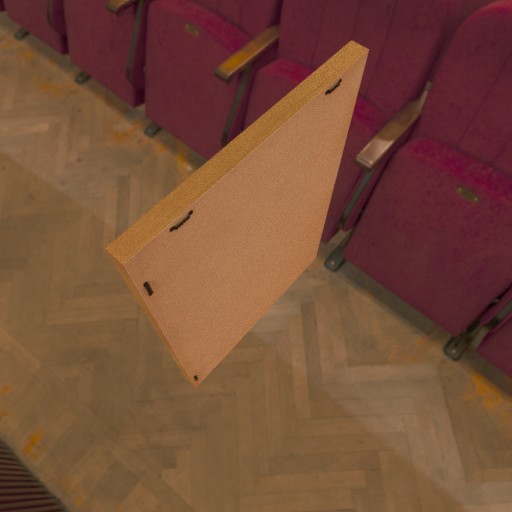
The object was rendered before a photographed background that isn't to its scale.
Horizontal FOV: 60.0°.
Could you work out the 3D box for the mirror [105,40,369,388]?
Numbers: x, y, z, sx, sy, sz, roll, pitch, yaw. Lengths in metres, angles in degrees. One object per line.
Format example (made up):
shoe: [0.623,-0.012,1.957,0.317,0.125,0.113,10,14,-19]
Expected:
mirror: [0.000,0.000,0.928,0.039,0.710,0.507,38,68,18]
